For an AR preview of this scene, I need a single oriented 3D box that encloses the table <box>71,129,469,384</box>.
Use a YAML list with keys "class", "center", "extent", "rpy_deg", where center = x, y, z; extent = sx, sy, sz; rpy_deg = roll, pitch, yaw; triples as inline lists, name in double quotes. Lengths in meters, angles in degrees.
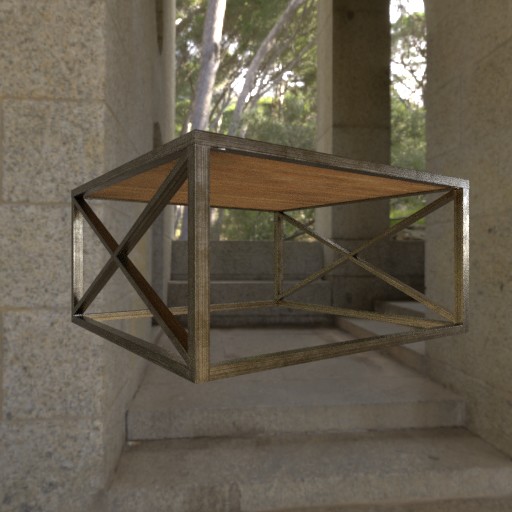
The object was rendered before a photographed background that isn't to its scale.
- class: "table"
  center: [0.000, 0.000, 1.412]
  extent: [0.909, 0.451, 0.899]
  rpy_deg: [0, 0, -36]
